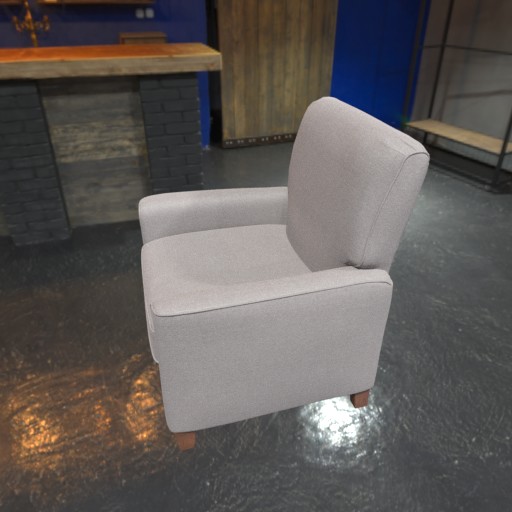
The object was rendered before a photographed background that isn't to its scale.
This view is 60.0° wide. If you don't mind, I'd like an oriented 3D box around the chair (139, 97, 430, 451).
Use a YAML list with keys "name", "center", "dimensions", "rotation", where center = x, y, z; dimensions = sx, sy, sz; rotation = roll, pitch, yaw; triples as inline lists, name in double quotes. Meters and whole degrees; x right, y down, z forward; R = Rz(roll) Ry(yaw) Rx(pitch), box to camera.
- name: "chair"
  center: [0.000, 0.000, 1.670]
  dimensions: [0.859, 1.023, 0.845]
  rotation: [-8, 32, -13]
